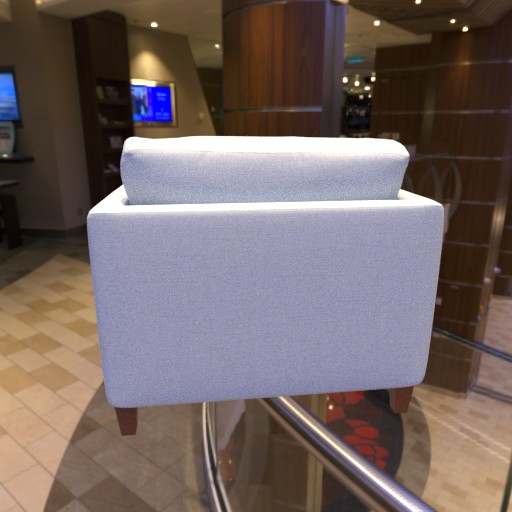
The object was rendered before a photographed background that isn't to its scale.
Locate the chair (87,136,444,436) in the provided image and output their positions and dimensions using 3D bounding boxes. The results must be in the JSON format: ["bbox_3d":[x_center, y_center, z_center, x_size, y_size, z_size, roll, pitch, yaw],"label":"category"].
[{"bbox_3d":[0.000,0.000,1.816,1.107,0.961,0.953,-2,17,-7],"label":"chair"}]
